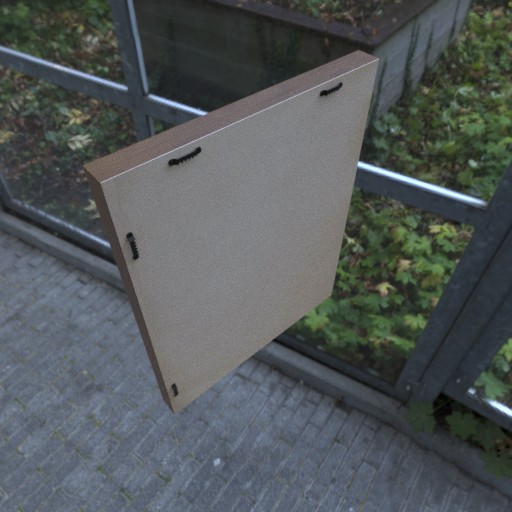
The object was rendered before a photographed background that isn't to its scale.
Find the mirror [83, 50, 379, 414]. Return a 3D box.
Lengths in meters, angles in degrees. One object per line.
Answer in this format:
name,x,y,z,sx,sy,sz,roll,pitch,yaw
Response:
mirror,0.000,0.000,0.690,0.405,0.508,0.041,-32,55,-26
